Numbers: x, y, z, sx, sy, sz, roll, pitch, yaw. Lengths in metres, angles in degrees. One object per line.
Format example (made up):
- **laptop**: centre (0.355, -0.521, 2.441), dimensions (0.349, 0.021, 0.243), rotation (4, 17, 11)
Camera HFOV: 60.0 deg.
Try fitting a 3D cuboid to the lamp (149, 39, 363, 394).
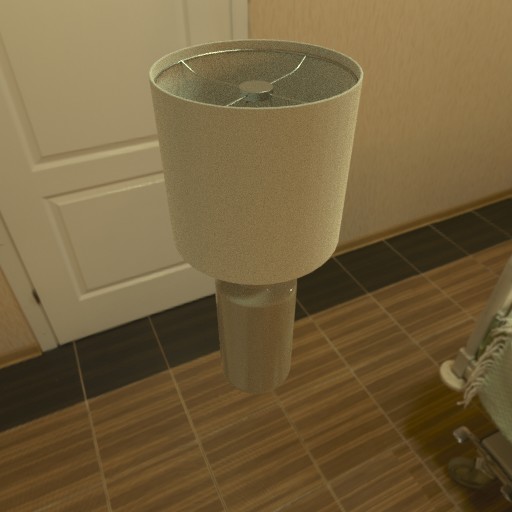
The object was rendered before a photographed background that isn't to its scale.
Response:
- **lamp**: centre (0.000, 0.000, 0.602), dimensions (0.212, 0.493, 0.212), rotation (24, 46, 26)
